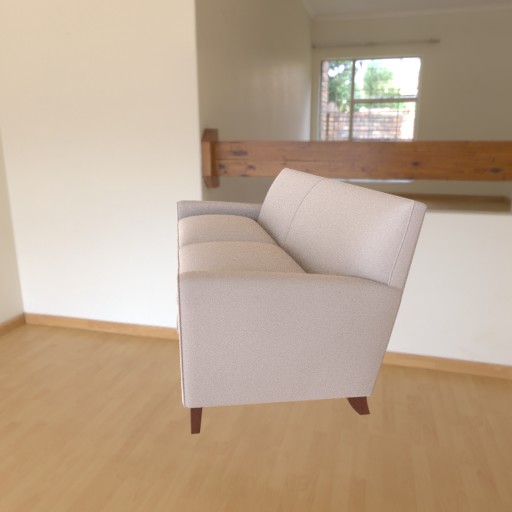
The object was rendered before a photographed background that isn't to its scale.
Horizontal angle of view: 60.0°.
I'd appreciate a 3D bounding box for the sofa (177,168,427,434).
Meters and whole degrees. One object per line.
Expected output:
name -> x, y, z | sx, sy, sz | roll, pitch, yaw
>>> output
sofa -> 0.000, 0.000, 2.465 | 0.875, 0.846, 2.000 | -3, 15, -10
